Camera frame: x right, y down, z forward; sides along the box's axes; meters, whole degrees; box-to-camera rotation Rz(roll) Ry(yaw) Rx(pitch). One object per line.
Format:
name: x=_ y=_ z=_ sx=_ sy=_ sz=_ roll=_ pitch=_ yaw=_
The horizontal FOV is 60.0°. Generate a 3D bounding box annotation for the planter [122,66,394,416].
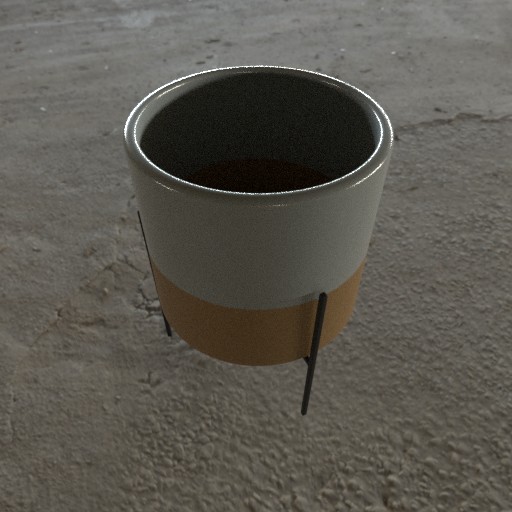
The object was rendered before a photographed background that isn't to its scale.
planter: x=0.000 y=0.000 z=0.647 sx=0.310 sy=0.432 sz=0.310 roll=-9 pitch=46 yaw=-9
